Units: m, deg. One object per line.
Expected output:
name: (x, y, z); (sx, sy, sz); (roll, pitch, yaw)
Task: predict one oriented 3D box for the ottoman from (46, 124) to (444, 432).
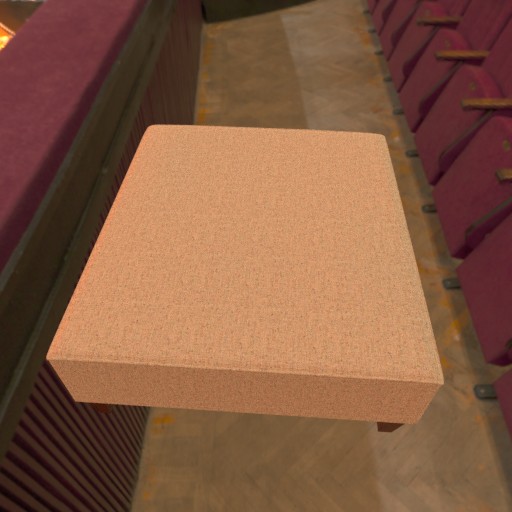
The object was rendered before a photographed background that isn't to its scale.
ottoman: (0.000, 0.000, 1.192); (0.736, 0.303, 0.835); (3, 47, 3)
